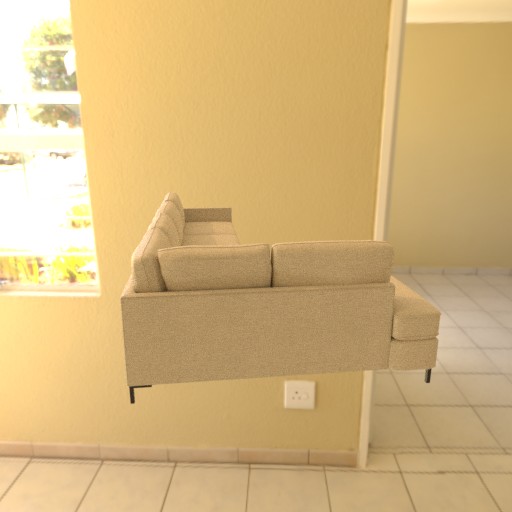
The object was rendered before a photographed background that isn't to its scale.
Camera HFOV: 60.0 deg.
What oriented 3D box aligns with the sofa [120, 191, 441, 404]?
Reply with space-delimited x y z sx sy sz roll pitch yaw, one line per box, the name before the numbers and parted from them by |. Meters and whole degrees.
sofa | 0.000 0.000 4.381 2.048 0.996 3.384 -2 15 -7
